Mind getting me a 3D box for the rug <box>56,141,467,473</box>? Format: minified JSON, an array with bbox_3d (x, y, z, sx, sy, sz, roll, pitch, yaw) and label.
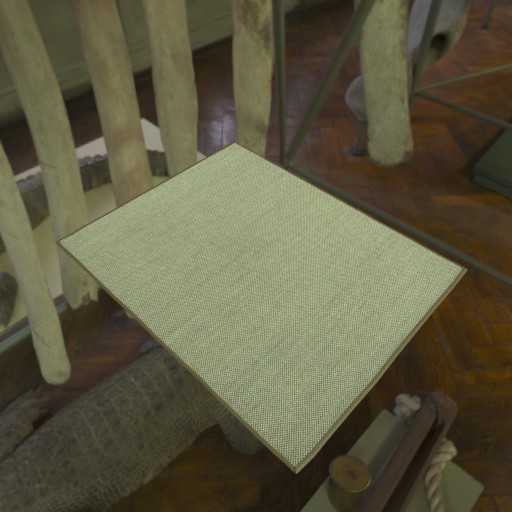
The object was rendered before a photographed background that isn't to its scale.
[{"bbox_3d":[0.000,0.000,4.129,3.041,0.020,2.413,35,56,28],"label":"rug"}]
